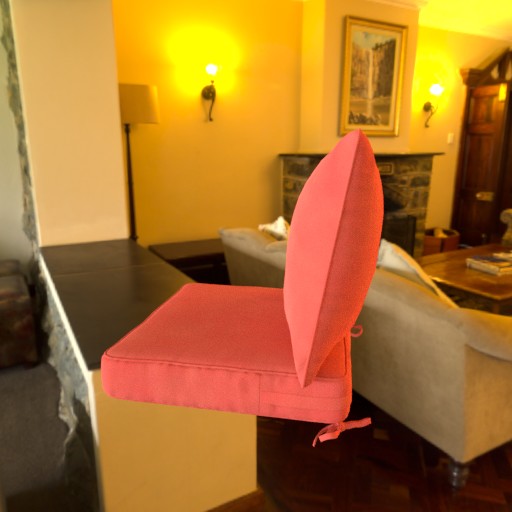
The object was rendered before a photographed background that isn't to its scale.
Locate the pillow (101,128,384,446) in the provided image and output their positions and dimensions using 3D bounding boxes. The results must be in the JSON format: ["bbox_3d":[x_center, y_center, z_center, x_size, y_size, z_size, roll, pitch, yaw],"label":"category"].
[{"bbox_3d":[0.000,0.000,1.367,0.733,0.725,0.798,3,14,11],"label":"pillow"}]
